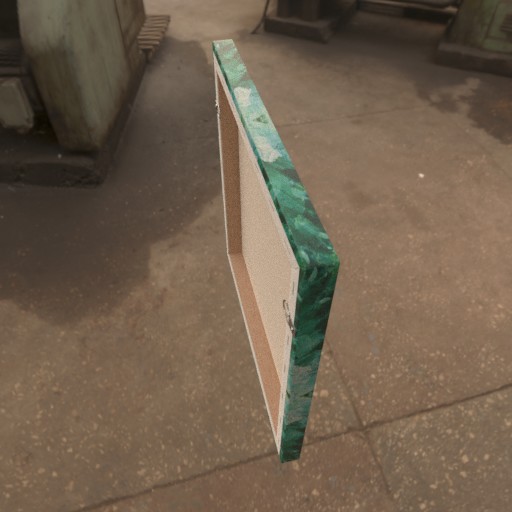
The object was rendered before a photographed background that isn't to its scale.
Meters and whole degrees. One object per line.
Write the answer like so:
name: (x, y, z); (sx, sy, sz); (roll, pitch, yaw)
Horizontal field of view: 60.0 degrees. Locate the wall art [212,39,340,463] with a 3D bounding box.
wall art: (0.000, 0.000, 0.741); (0.038, 0.508, 0.507); (-10, 48, -9)
